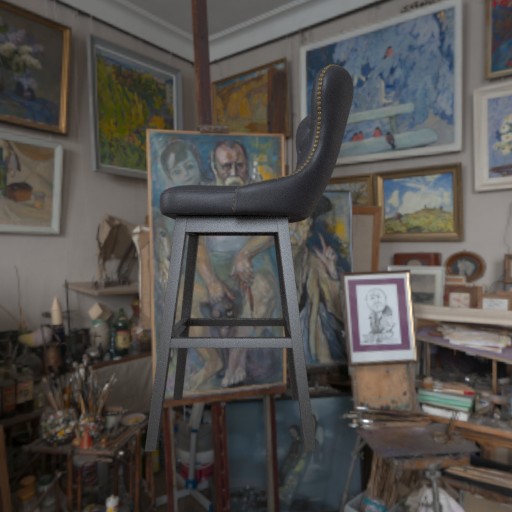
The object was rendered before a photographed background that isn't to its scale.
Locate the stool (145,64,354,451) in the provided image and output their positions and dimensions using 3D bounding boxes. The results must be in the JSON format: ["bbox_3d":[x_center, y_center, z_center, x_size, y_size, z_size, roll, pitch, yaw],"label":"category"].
[{"bbox_3d":[0.000,0.000,1.411,0.601,1.050,0.528,0,1,0],"label":"stool"}]
